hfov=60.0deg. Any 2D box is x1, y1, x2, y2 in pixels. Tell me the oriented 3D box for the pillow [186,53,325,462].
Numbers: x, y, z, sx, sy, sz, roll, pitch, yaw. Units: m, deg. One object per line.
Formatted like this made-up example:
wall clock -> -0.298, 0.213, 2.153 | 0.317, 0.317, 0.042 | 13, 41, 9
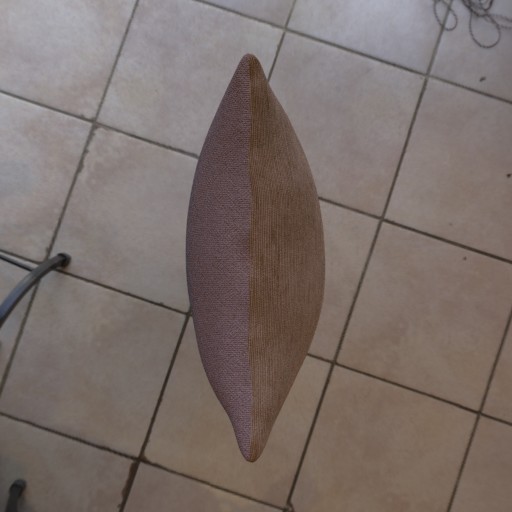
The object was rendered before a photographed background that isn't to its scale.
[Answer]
pillow -> 0.000, 0.000, 0.696 | 0.204, 0.439, 0.452 | 0, 89, 0
